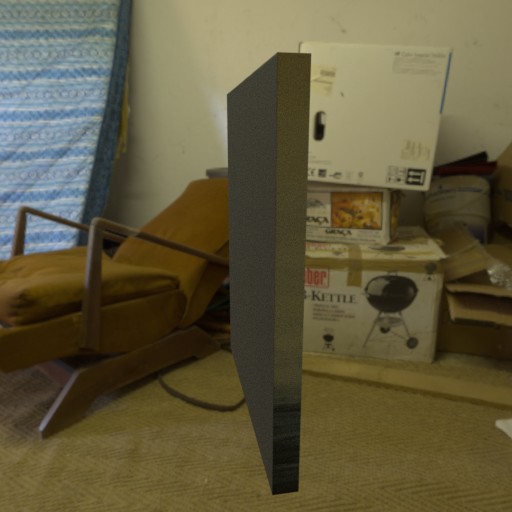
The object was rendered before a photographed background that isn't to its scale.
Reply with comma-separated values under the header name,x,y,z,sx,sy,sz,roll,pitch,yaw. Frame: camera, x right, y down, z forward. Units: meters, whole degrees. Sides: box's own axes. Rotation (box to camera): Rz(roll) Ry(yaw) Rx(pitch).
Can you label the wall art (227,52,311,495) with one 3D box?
name,x,y,z,sx,sy,sz,roll,pitch,yaw
wall art,0.000,0.000,0.818,0.040,0.608,0.489,-3,15,-10
